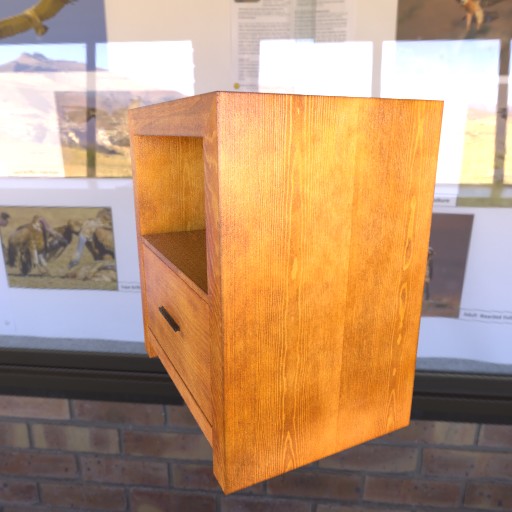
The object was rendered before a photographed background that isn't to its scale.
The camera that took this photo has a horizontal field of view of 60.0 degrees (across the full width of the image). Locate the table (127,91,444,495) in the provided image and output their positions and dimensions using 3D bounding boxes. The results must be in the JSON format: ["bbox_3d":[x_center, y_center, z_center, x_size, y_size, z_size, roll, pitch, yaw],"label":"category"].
[{"bbox_3d":[0.000,0.000,0.942,0.400,0.605,0.550,-8,17,-26],"label":"table"}]
